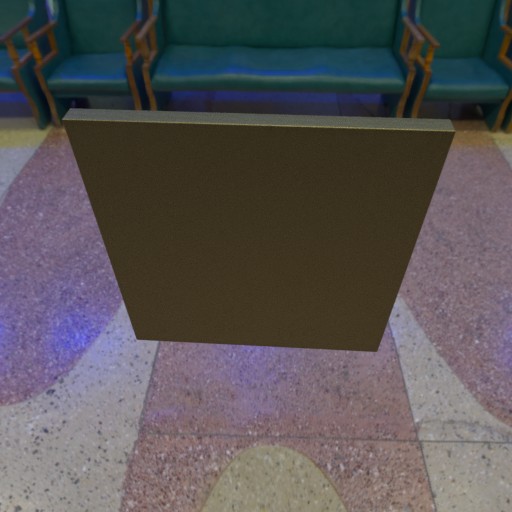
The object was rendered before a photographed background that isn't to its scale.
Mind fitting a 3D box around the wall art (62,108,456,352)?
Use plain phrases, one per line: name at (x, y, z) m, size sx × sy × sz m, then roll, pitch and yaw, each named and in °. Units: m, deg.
wall art at (0.000, 0.000, 0.755) m, size 0.503 × 0.506 × 0.031 m, roll 2°, pitch 46°, yaw 2°
